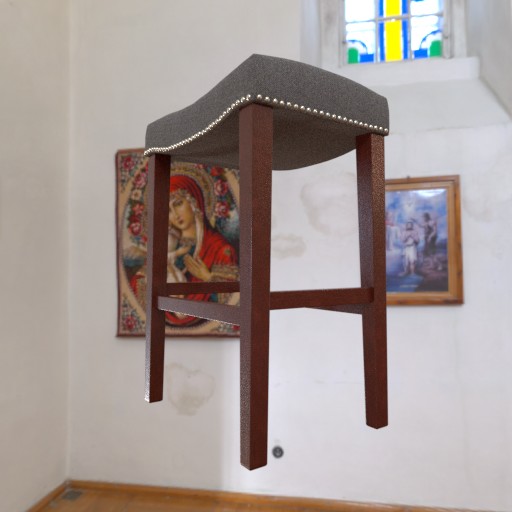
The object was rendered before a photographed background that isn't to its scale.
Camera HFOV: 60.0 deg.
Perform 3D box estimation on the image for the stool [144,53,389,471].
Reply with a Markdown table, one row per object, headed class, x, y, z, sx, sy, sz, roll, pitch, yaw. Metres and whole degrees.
| class | x | y | z | sx | sy | sz | roll | pitch | yaw |
| --- | --- | --- | --- | --- | --- | --- | --- | --- | --- |
| stool | 0.000 | 0.000 | 1.057 | 0.372 | 0.742 | 0.504 | 1 | -1 | -35 |
